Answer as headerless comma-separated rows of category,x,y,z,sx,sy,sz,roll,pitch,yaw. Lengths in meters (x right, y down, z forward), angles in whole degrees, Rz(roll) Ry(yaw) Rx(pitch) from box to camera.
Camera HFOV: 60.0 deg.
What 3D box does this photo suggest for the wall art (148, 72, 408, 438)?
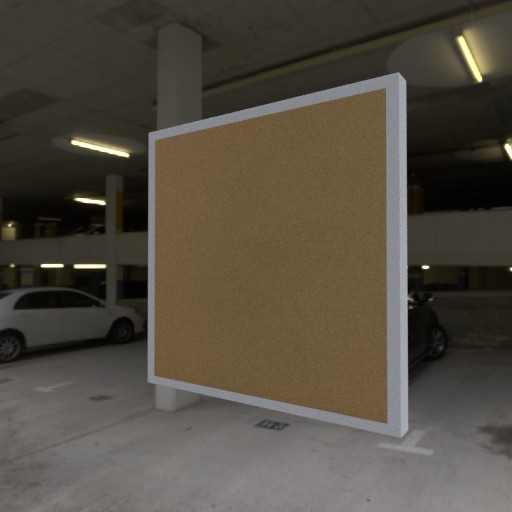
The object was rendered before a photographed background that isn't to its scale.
wall art,0.000,0.000,0.773,0.508,0.507,0.035,-1,-1,34
